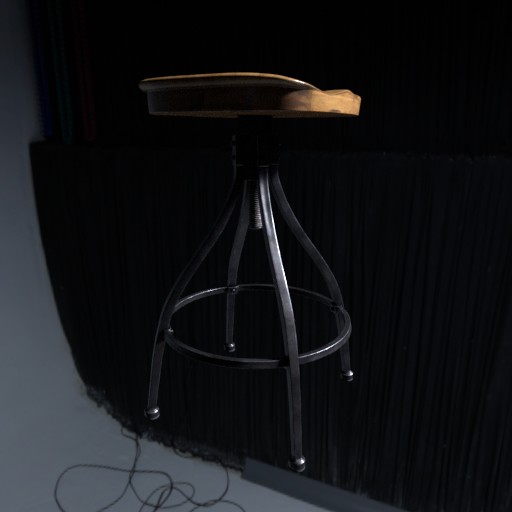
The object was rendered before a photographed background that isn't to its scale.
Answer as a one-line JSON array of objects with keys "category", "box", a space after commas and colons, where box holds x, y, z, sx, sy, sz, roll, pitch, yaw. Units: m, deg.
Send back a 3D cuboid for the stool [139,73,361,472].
[{"category": "stool", "box": [0.000, 0.000, 0.963, 0.424, 0.694, 0.432, 8, 18, 25]}]
